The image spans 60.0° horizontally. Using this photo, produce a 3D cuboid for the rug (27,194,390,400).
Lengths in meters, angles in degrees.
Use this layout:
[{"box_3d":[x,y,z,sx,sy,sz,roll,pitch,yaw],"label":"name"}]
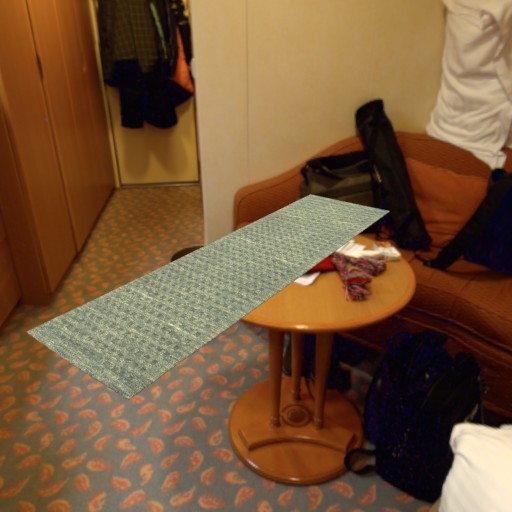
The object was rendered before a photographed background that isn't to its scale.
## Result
[{"box_3d":[0.000,0.000,2.631,0.688,0.008,2.443,18,31,33],"label":"rug"}]
